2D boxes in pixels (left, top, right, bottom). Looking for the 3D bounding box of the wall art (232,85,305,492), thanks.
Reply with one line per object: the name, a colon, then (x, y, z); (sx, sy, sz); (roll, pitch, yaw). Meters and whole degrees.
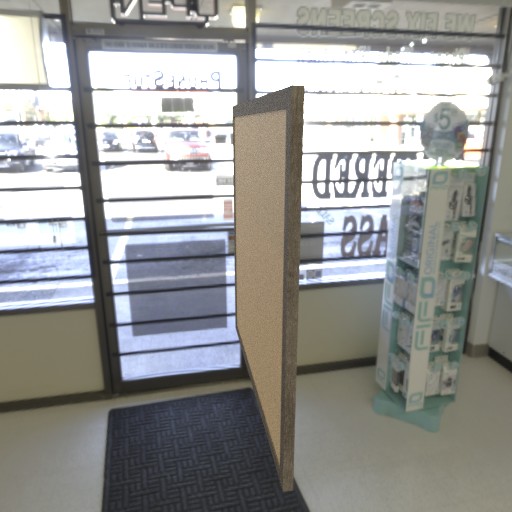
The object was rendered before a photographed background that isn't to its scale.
wall art: (0.000, 0.000, 0.685); (0.013, 0.457, 0.457); (-3, 17, -9)
